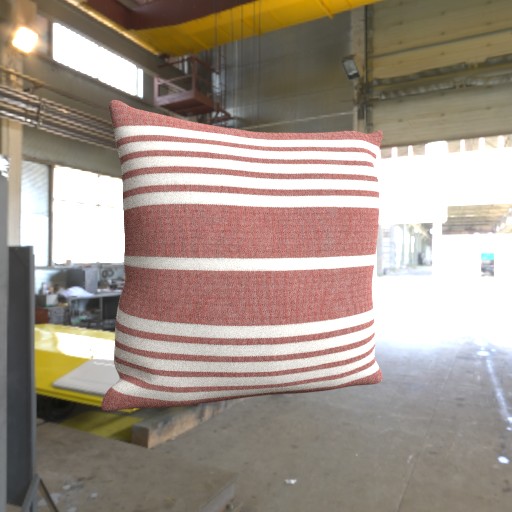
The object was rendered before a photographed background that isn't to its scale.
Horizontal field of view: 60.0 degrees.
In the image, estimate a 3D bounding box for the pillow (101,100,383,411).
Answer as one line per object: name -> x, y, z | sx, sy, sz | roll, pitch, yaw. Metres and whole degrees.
pillow -> 0.000, 0.000, 0.664 | 0.439, 0.427, 0.182 | 0, 0, -17
